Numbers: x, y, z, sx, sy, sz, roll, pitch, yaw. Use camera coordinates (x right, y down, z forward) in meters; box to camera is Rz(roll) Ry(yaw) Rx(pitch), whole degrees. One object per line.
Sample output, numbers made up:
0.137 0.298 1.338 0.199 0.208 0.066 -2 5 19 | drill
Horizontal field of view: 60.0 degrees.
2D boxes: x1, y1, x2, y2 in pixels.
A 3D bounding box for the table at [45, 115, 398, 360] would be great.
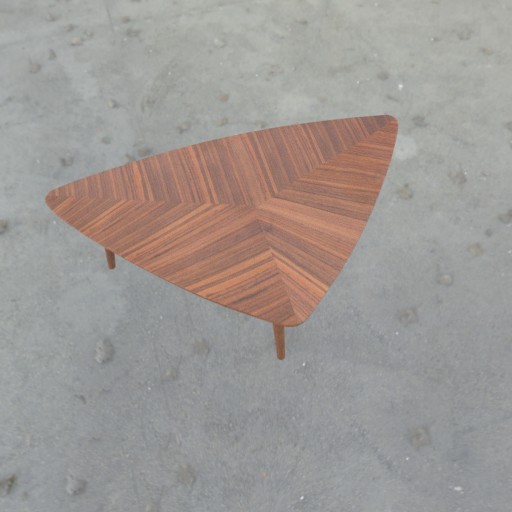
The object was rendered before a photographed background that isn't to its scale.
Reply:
0.000 0.000 1.272 1.008 0.365 0.601 -15 60 -9 | table
